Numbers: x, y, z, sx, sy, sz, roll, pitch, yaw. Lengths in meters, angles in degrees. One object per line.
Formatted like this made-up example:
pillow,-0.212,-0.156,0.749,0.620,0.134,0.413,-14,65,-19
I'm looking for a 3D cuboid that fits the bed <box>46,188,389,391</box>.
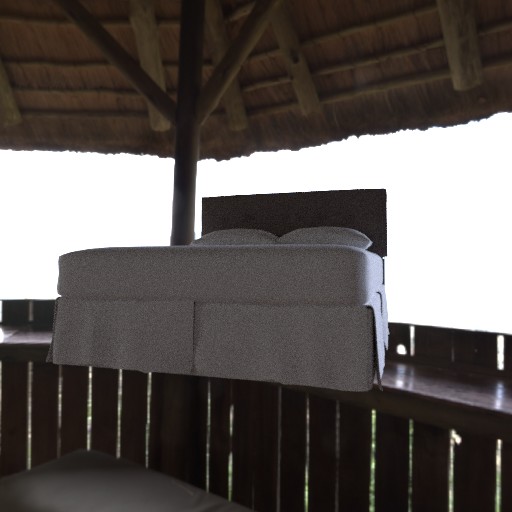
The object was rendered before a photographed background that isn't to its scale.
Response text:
bed,0.000,0.000,2.827,1.610,1.089,1.894,0,-1,18
